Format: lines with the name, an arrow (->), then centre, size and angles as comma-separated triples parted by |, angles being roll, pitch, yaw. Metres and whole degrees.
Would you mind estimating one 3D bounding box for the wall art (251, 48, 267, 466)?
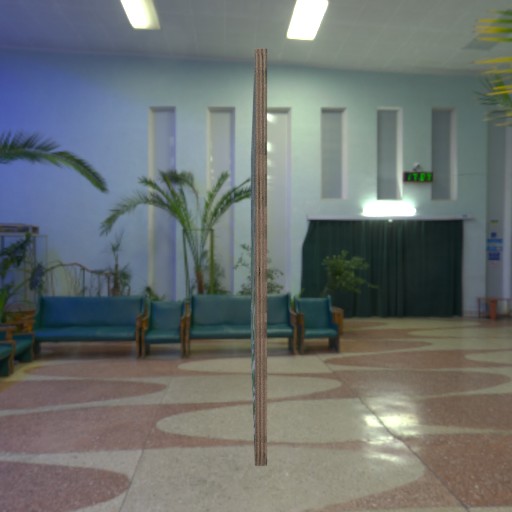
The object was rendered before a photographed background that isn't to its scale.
wall art -> 0.000, 0.000, 0.687 | 0.012, 0.408, 0.508 | 0, 0, -1
